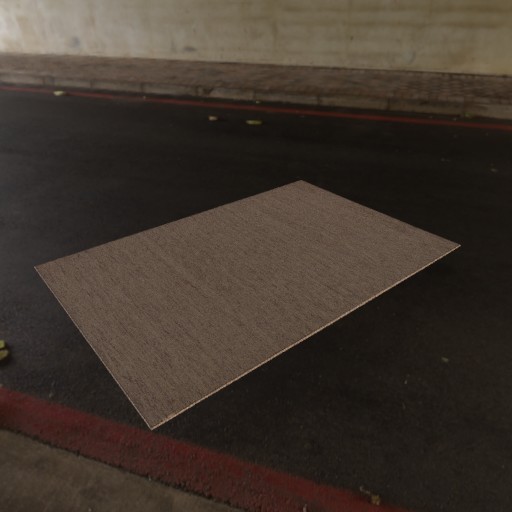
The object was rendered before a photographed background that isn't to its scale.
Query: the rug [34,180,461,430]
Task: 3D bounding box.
[{"bbox_3d":[0.000,0.000,2.291,1.840,0.013,1.225,-23,38,-33],"label":"rug"}]
